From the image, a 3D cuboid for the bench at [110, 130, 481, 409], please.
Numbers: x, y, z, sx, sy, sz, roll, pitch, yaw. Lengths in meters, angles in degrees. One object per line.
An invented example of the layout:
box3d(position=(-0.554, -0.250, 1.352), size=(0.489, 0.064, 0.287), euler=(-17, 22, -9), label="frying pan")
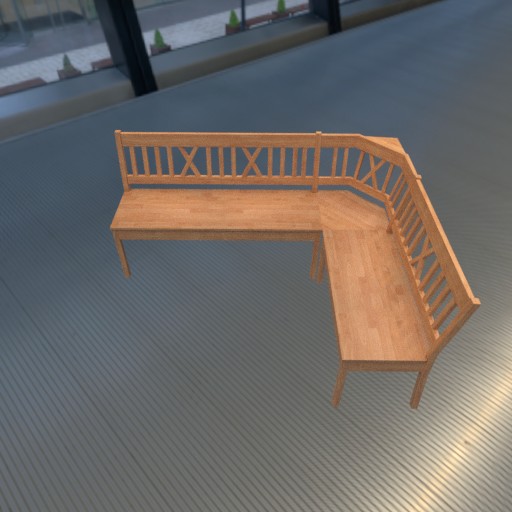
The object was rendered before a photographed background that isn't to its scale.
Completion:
box3d(position=(0.000, 0.000, 2.763), size=(1.937, 0.902, 1.537), euler=(1, 43, 1), label="bench")
